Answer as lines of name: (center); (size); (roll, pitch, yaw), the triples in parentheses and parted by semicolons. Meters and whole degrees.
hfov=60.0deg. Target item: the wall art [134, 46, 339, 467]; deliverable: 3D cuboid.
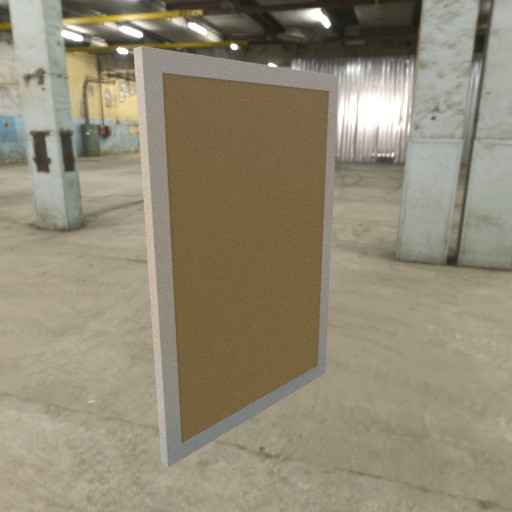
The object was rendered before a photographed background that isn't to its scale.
wall art: (0.000, 0.000, 1.429); (0.764, 1.143, 0.038); (-15, 21, -43)
